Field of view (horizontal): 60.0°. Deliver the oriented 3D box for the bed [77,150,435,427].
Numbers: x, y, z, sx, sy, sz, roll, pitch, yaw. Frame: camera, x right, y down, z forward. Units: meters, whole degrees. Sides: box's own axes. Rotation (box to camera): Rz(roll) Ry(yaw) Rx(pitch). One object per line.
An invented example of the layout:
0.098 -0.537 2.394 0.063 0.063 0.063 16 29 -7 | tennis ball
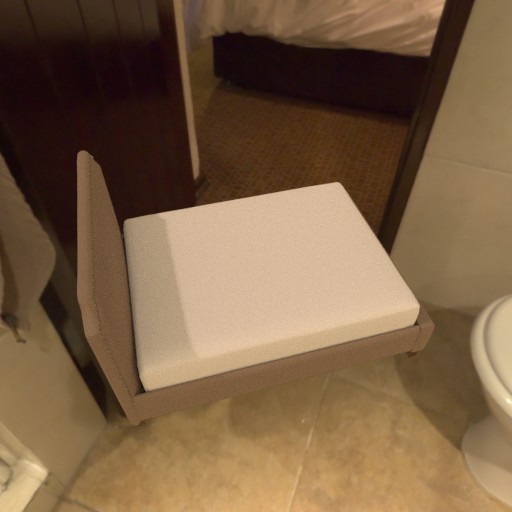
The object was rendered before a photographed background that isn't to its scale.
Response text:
0.000 0.000 3.507 2.372 1.443 1.713 -11 48 -10 | bed
